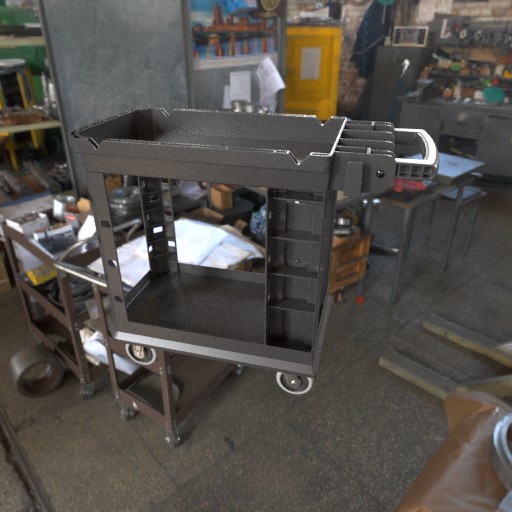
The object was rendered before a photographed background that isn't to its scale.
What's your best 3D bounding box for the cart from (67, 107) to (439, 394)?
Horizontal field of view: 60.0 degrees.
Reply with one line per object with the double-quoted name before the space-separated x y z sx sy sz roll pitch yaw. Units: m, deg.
"cart" 0.000 0.000 1.565 1.061 0.884 0.497 7 29 13
